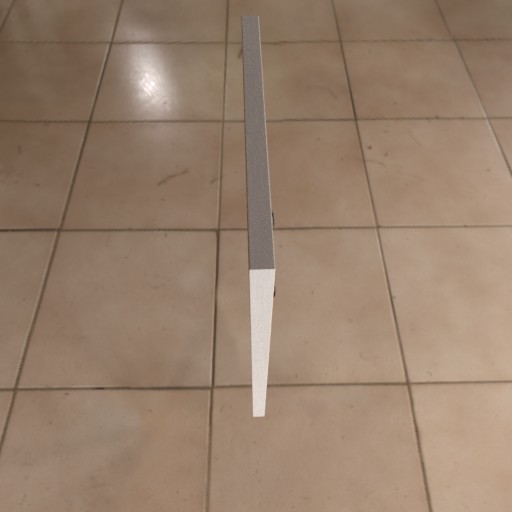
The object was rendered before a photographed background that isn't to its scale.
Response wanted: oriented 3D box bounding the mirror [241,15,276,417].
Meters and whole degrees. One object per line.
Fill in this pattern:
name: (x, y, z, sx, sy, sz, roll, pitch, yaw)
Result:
mirror: (0.000, 0.000, 1.150, 0.040, 0.915, 0.609, -2, 58, -1)
